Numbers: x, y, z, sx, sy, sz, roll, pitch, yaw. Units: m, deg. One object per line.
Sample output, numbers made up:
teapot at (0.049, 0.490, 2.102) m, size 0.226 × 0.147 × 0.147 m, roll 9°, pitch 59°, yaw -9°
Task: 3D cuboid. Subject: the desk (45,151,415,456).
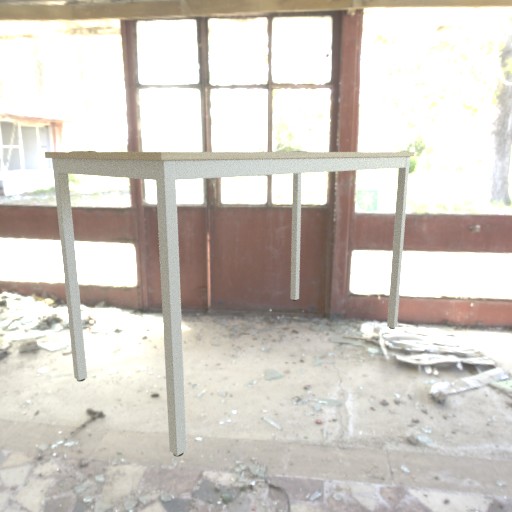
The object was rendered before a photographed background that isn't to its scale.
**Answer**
desk at (0.000, 0.000, 1.629) m, size 0.600 × 0.750 × 1.200 m, roll 12°, pitch 18°, yaw 42°
